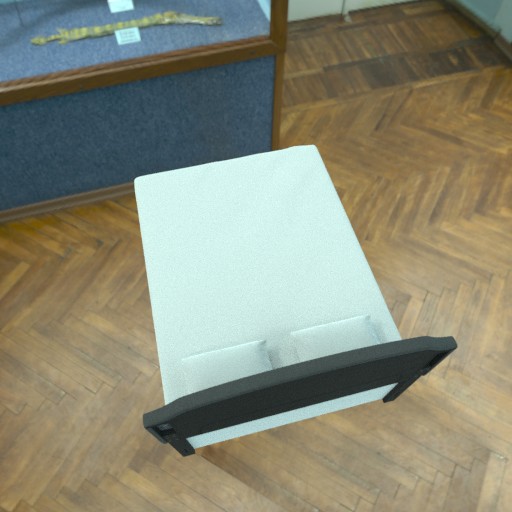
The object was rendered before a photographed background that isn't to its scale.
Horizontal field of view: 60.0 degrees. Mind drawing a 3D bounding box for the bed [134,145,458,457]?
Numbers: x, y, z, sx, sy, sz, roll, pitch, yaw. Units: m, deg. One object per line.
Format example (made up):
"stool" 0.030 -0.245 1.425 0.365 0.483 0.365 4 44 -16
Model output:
"bed" 0.000 0.000 2.922 1.558 1.270 1.999 -12 60 -7
